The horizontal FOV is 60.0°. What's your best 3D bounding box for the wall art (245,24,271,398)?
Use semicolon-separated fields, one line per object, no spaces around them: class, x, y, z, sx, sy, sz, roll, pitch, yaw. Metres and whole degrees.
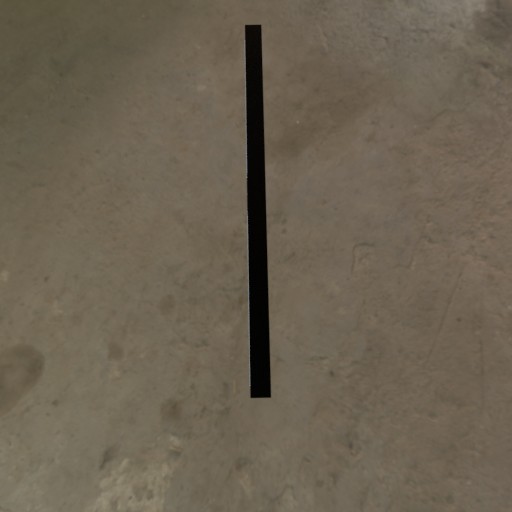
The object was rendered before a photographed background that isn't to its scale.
wall art;0.000;0.000;1.414;0.040;1.062;0.805;-1;75;0
